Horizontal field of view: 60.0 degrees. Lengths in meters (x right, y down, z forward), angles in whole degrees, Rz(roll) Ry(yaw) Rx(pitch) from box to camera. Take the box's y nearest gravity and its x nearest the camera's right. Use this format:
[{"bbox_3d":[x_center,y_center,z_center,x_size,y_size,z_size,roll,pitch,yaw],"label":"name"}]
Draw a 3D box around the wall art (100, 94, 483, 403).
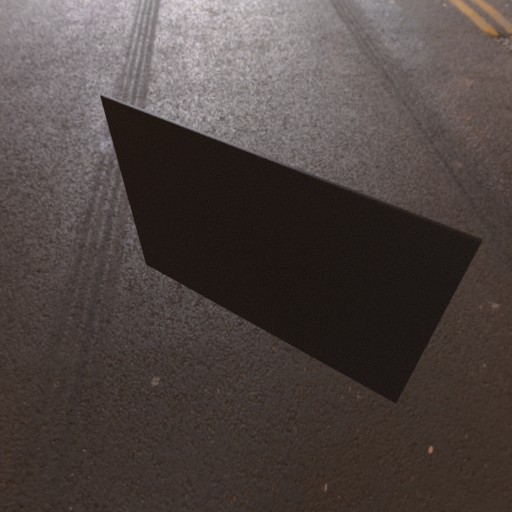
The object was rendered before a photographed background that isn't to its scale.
[{"bbox_3d":[0.000,0.000,1.493,1.192,0.811,0.013,26,52,22],"label":"wall art"}]
